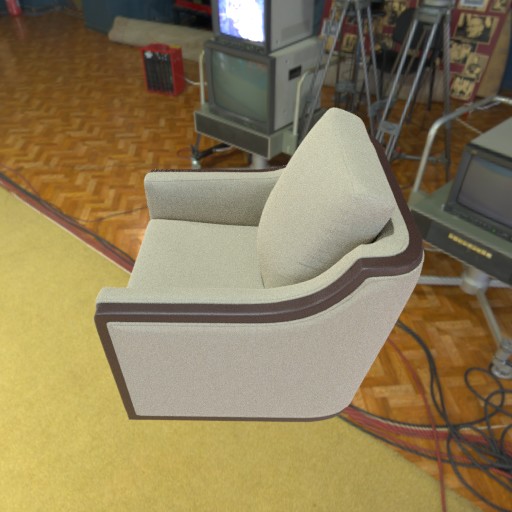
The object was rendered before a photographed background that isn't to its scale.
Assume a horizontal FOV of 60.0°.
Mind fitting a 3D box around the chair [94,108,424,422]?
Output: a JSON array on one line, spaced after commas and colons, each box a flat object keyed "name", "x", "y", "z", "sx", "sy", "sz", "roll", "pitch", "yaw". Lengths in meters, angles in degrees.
[{"name": "chair", "x": 0.000, "y": 0.000, "z": 1.660, "sx": 0.950, "sy": 0.930, "sz": 0.870, "roll": 1, "pitch": 40, "yaw": 1}]
